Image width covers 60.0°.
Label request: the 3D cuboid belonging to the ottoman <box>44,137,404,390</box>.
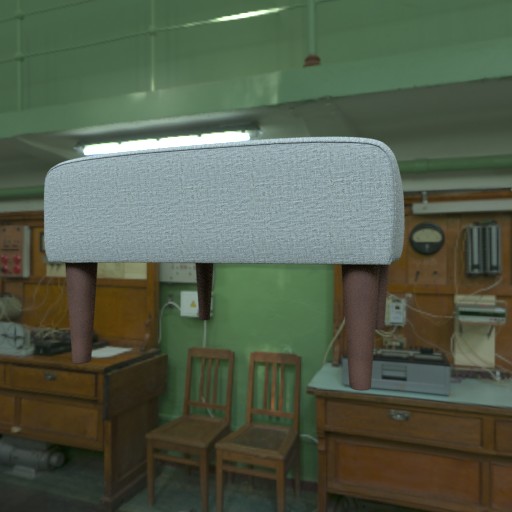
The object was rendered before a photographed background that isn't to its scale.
[{"bbox_3d":[0.000,0.000,1.022,0.649,0.398,0.650,0,1,18],"label":"ottoman"}]
